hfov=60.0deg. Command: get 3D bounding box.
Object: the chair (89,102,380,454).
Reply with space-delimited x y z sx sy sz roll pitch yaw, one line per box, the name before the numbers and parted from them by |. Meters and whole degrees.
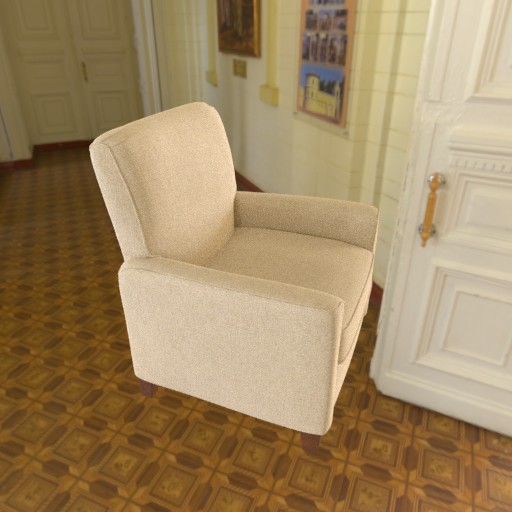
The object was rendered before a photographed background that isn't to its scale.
chair | 0.000 0.000 1.708 0.859 1.023 0.845 11 31 19
